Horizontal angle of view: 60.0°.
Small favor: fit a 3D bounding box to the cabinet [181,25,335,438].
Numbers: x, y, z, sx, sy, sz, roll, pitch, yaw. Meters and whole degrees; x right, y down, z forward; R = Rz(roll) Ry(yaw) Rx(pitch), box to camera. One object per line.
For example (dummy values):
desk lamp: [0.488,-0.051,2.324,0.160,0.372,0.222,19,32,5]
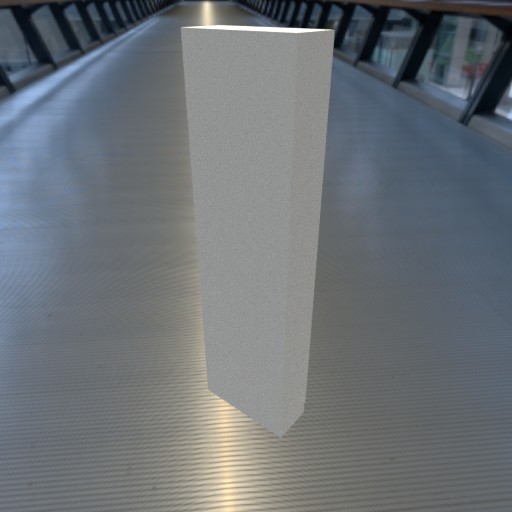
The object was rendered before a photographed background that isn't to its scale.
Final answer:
cabinet: [0.000,0.000,1.957,0.500,1.790,0.230,22,36,33]
